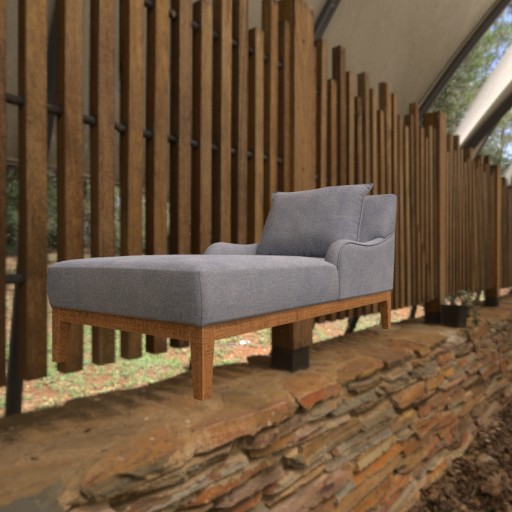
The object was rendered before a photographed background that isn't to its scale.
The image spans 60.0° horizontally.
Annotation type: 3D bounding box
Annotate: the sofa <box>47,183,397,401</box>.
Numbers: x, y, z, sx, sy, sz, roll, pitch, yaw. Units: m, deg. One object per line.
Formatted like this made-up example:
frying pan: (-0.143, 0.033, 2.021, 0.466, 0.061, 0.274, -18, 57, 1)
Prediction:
sofa: (0.000, 0.000, 2.296, 0.904, 0.883, 1.779, 0, 0, 36)
